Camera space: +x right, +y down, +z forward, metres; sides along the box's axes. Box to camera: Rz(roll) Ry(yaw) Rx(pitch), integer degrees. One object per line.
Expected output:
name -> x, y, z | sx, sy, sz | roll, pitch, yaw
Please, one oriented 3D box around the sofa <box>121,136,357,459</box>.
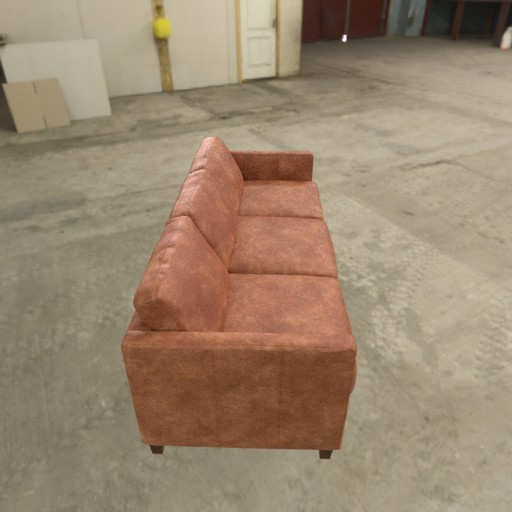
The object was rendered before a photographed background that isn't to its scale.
sofa -> 0.000, 0.000, 2.990 | 1.045, 1.006, 2.464 | 1, 32, 2
